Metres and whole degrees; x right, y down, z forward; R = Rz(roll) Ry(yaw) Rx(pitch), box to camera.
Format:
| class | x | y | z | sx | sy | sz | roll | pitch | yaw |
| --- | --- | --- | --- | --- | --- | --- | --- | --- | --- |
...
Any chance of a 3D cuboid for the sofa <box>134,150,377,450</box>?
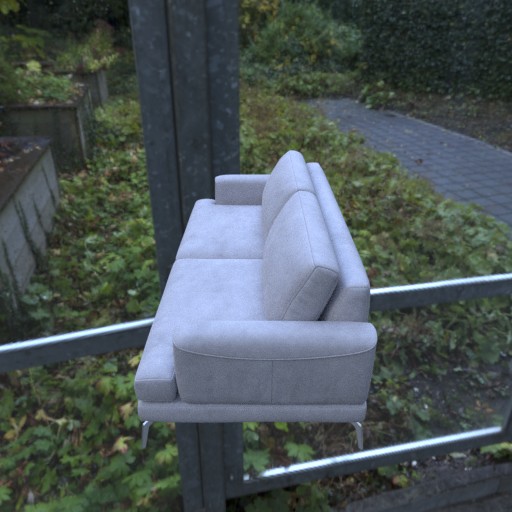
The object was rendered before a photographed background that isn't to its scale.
| class | x | y | z | sx | sy | sz | roll | pitch | yaw |
| --- | --- | --- | --- | --- | --- | --- | --- | --- | --- |
| sofa | 0.000 | 0.000 | 2.592 | 0.980 | 0.830 | 2.013 | 0 | 28 | 0 |
